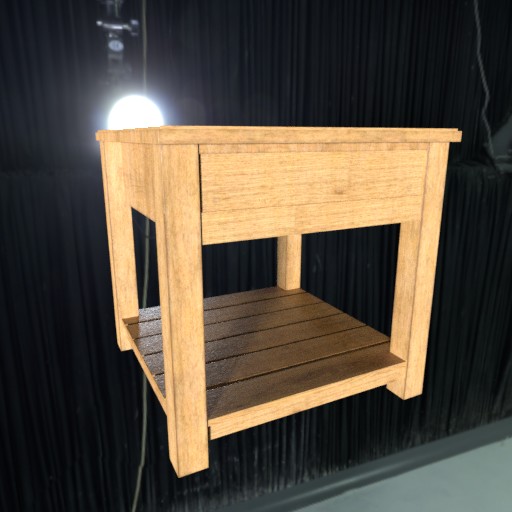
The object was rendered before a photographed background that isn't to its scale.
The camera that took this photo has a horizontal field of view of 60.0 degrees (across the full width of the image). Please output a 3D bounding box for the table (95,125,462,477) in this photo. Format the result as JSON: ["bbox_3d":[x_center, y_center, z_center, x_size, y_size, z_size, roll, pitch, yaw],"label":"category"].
[{"bbox_3d":[0.000,0.000,1.082,0.612,0.593,0.616,-8,17,-26],"label":"table"}]
